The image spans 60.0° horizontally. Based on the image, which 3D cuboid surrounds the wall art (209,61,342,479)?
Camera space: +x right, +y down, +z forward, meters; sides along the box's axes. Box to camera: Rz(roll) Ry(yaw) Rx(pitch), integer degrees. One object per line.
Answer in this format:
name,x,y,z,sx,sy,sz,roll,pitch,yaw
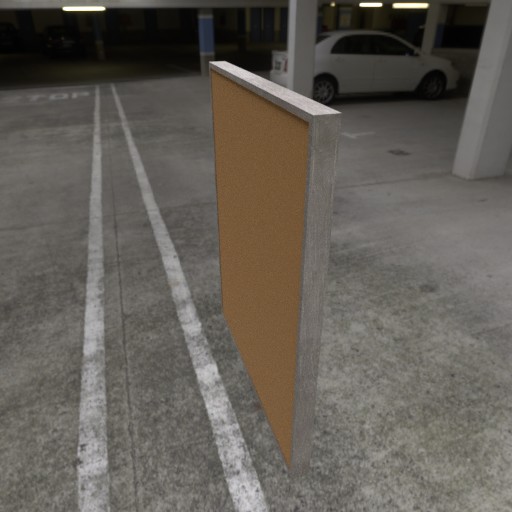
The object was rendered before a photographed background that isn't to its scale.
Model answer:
wall art,0.000,0.000,0.698,0.032,0.521,0.421,-9,31,-16
